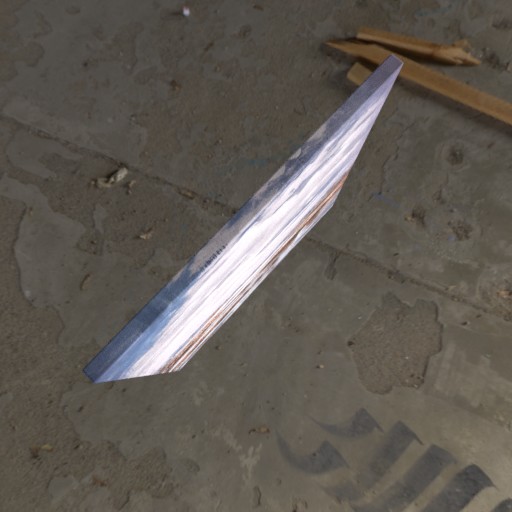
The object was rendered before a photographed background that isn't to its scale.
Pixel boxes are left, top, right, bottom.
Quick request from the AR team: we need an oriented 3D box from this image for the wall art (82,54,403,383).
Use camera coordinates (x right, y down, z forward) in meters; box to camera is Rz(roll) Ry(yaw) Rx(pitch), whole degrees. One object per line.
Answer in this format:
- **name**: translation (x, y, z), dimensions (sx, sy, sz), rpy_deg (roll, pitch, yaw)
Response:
- **wall art**: translation (0.000, 0.000, 1.300), dimensions (0.035, 0.897, 0.888), rpy_deg (42, 80, 9)
